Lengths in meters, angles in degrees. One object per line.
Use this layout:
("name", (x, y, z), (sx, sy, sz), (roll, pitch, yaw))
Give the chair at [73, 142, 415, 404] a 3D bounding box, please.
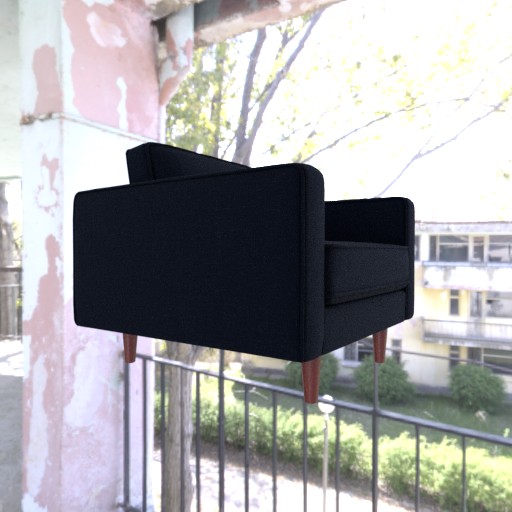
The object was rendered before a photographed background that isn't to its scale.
("chair", (0.000, 0.000, 1.596), (0.920, 0.770, 0.899), (0, 1, 35))
